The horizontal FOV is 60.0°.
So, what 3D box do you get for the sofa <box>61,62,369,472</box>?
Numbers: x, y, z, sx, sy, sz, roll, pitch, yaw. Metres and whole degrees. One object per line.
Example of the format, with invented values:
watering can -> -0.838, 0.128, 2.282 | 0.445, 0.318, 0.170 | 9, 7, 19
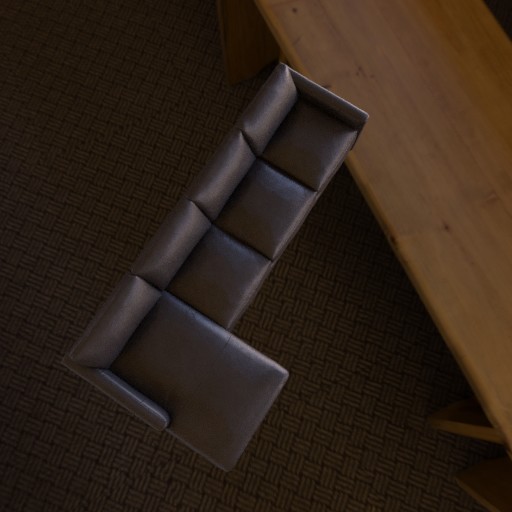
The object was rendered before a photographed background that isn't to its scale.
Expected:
sofa -> 0.000, 0.000, 3.624 | 1.471, 0.859, 2.993 | 33, 79, 7
